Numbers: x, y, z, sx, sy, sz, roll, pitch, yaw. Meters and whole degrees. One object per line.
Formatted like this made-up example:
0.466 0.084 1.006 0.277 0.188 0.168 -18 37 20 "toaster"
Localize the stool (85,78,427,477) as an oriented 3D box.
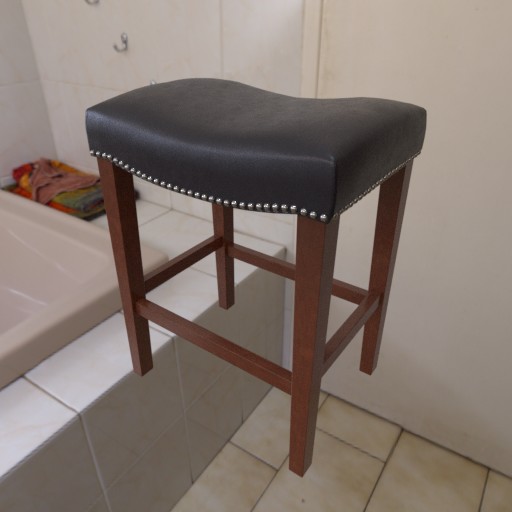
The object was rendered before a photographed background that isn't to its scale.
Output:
0.000 0.000 0.932 0.504 0.654 0.372 20 36 30 "stool"
